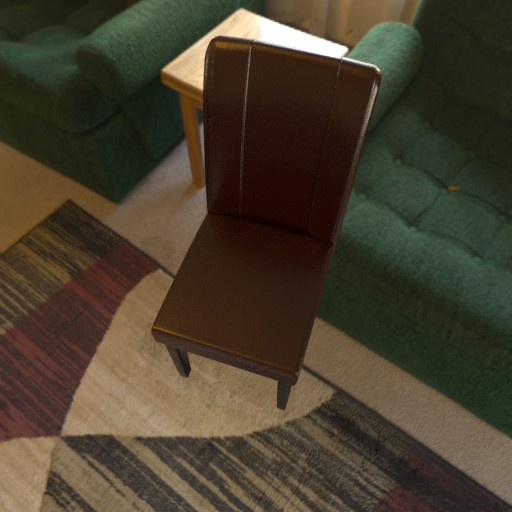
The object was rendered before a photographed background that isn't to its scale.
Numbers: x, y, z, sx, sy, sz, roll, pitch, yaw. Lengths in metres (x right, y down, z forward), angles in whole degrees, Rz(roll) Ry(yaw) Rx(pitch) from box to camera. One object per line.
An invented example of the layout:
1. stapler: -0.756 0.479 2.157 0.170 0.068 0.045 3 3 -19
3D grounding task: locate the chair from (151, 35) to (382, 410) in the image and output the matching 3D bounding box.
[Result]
1. chair: 0.000 0.000 1.202 0.399 0.897 0.556 15 59 10
